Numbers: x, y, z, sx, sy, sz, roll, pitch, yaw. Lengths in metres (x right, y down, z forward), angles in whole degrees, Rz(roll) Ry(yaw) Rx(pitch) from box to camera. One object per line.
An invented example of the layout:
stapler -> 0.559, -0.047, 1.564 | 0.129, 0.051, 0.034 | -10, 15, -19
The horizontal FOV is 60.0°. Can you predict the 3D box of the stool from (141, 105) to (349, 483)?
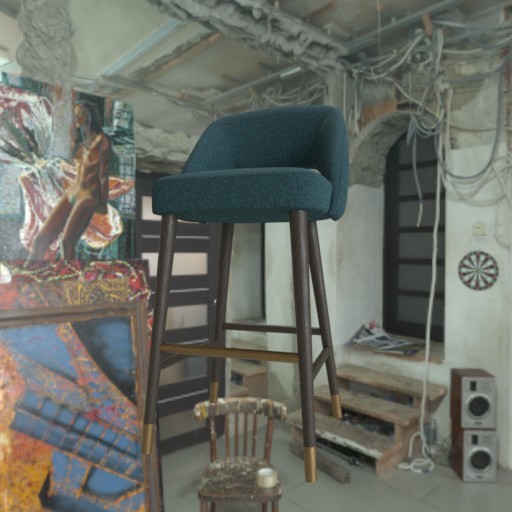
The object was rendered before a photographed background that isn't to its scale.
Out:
stool -> 0.000, 0.000, 1.321 | 0.536, 1.032, 0.522 | 0, 0, 19
